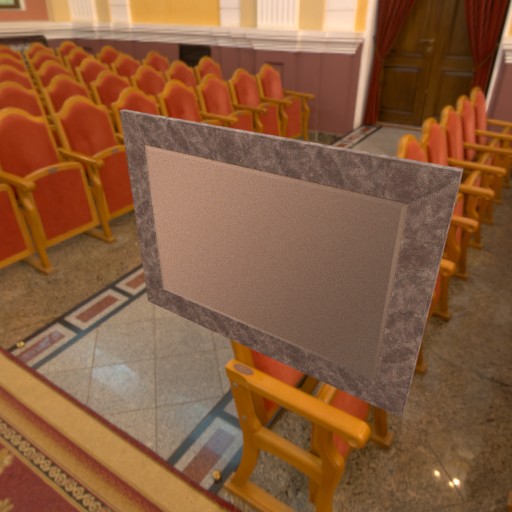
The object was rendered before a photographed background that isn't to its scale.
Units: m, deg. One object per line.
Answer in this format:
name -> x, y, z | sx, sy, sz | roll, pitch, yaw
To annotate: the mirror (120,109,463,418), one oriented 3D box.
mirror -> 0.000, 0.000, 1.446 | 1.101, 0.795, 0.022 | 19, 35, 29
